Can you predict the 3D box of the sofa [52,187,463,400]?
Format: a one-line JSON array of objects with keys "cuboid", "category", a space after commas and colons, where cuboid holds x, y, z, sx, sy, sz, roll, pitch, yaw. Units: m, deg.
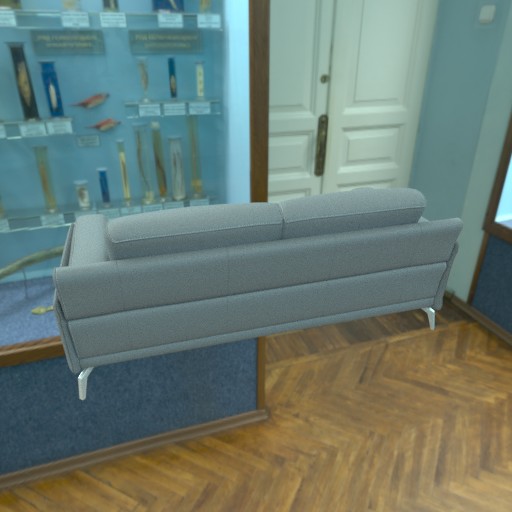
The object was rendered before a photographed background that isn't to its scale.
[{"cuboid": [0.000, 0.000, 2.576, 2.100, 0.900, 0.969, -8, 28, -15], "category": "sofa"}]
